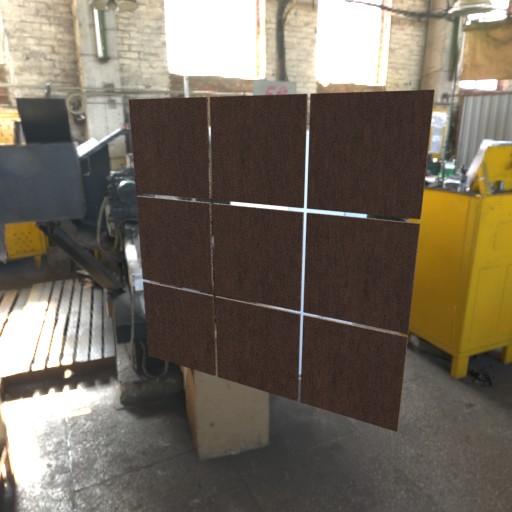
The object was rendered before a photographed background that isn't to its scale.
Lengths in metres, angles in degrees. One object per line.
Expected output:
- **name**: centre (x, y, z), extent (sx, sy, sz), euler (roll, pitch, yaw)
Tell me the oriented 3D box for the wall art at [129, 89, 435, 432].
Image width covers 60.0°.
- **wall art**: centre (0.000, 0.000, 2.235), extent (1.527, 1.525, 0.014), euler (9, 19, 27)
